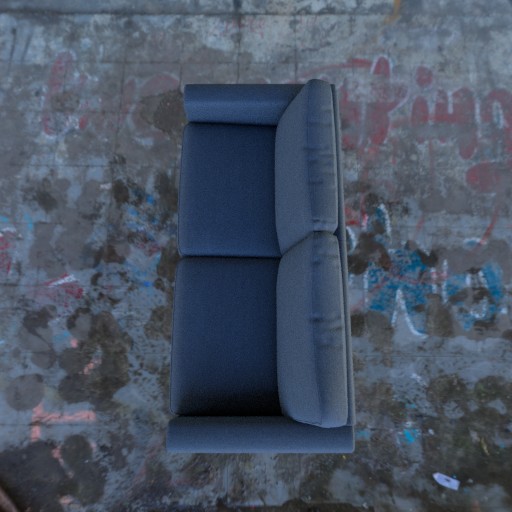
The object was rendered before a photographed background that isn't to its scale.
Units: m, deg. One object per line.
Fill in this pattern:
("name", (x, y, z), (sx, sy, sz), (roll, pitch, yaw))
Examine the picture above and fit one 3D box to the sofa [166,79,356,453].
("sofa", (0.000, 0.000, 2.366), (0.877, 0.865, 1.900), (0, 75, 0))
